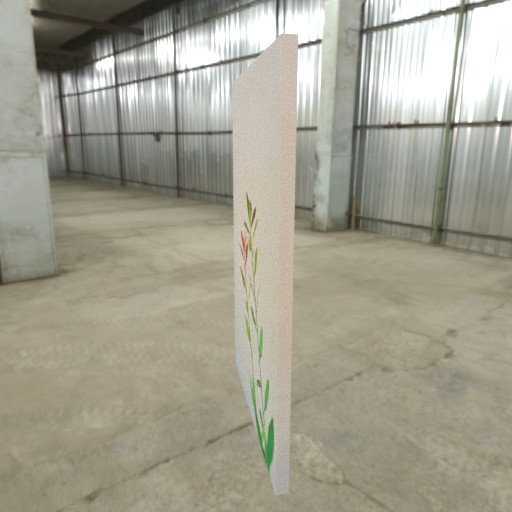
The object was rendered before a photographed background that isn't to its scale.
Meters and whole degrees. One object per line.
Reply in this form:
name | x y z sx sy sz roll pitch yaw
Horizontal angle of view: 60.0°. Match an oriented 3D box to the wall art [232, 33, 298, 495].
wall art | 0.000 0.000 1.427 0.038 1.143 0.764 -3 14 -10
